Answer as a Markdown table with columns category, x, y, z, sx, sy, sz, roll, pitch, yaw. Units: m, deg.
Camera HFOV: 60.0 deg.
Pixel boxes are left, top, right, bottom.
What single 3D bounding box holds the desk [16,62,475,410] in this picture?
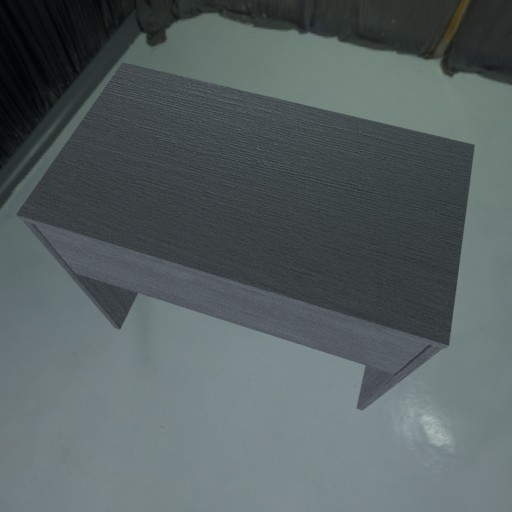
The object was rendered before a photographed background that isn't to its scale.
| category | x | y | z | sx | sy | sz | roll | pitch | yaw |
| --- | --- | --- | --- | --- | --- | --- | --- | --- | --- |
| desk | 0.000 | 0.000 | 1.290 | 0.893 | 0.724 | 0.498 | 16 | 63 | 9 |
